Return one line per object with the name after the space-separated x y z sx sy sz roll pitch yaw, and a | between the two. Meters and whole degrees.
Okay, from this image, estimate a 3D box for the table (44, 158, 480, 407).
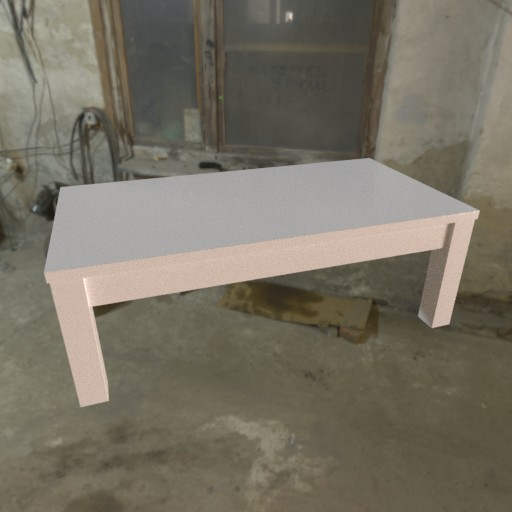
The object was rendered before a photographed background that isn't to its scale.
0.000 0.000 1.701 1.350 0.470 0.700 -9 29 -16 | table
